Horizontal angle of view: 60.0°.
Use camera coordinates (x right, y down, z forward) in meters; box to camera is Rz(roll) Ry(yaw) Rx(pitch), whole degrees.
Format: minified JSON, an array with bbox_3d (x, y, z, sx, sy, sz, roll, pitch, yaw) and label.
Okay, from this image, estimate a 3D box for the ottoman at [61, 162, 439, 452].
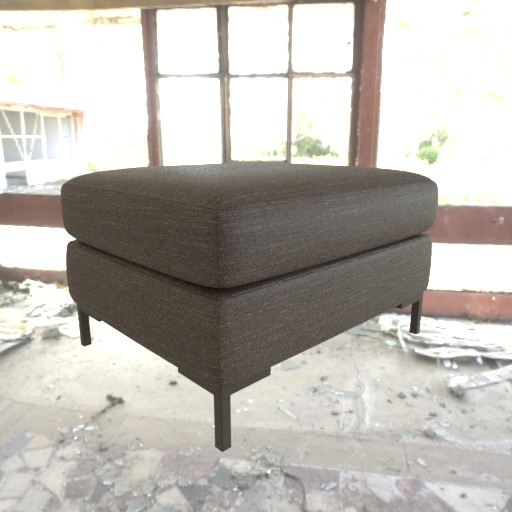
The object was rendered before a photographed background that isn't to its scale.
[{"bbox_3d":[0.000,0.000,1.219,0.820,0.490,0.671,-13,20,-42],"label":"ottoman"}]
